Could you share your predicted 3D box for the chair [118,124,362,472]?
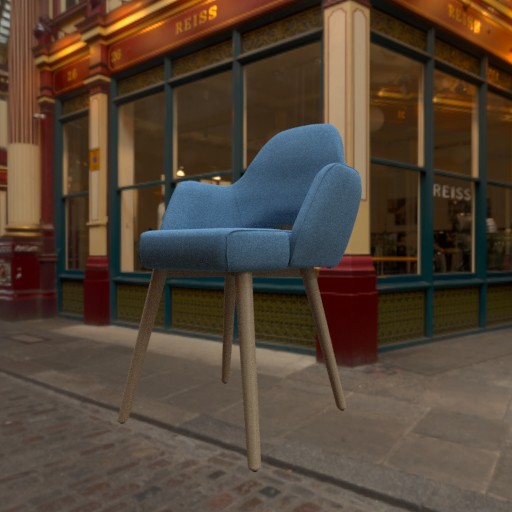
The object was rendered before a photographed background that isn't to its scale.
[{"bbox_3d":[0.000,0.000,1.346,0.589,0.920,0.666,1,1,36],"label":"chair"}]
